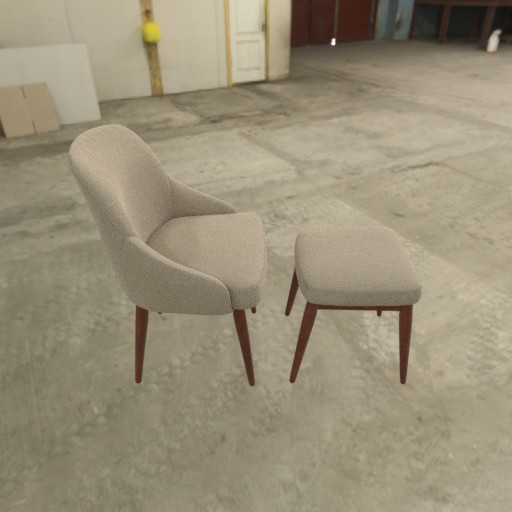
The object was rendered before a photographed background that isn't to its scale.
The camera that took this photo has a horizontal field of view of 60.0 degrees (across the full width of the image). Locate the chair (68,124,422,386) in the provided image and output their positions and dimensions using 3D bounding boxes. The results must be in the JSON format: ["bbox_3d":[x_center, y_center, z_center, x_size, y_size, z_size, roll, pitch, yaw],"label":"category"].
[{"bbox_3d":[0.000,0.000,1.594,1.114,0.866,0.584,0,32,1],"label":"chair"}]
